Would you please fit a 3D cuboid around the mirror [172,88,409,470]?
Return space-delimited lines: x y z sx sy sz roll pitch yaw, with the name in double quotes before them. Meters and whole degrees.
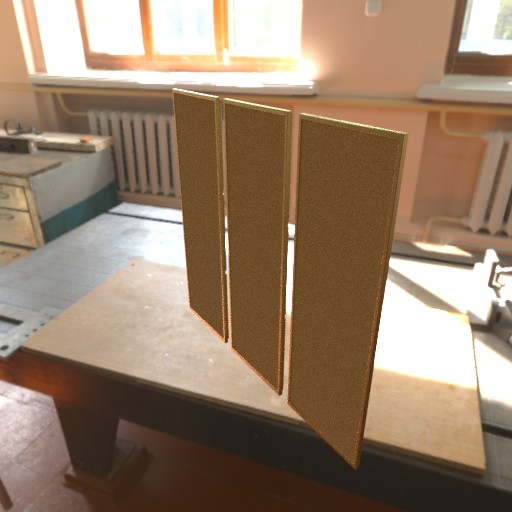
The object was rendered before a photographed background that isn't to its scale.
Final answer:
"mirror" 0.000 0.000 1.418 0.023 0.926 1.011 -17 31 -31
